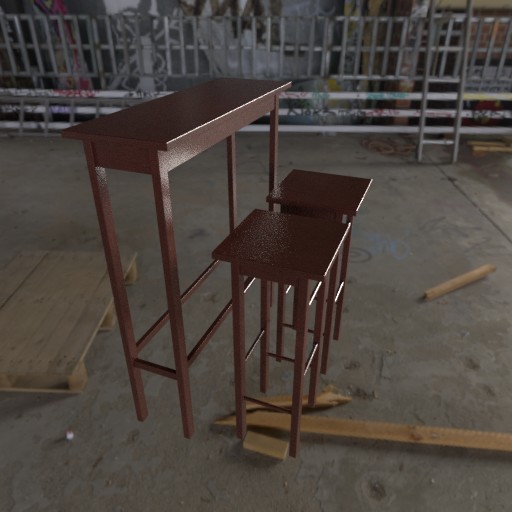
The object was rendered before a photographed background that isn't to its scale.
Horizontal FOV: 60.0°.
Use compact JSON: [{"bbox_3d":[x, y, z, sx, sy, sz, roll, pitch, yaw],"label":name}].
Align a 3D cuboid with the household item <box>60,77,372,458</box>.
[{"bbox_3d":[0.000,0.000,1.620,0.676,1.067,0.914,11,32,19],"label":"household item"}]
